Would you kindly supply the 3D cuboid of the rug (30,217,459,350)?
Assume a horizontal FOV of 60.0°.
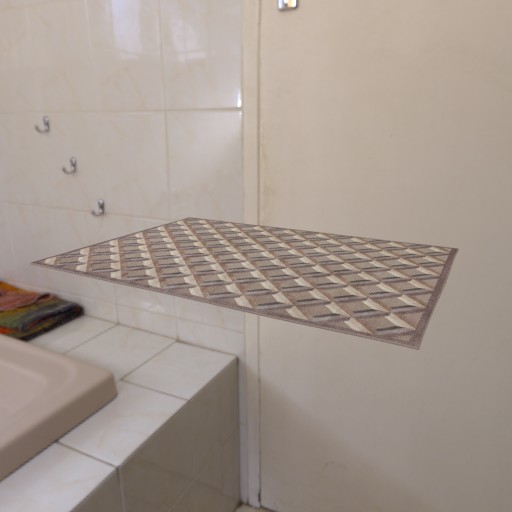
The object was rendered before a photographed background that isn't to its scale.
[{"bbox_3d":[0.000,0.000,2.843,2.260,0.013,1.600,9,18,27],"label":"rug"}]
